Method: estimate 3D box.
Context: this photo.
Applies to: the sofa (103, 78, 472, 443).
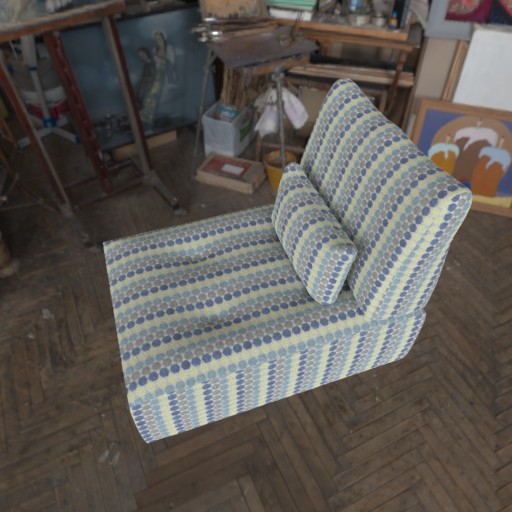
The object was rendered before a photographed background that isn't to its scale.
[{"bbox_3d":[0.000,0.000,1.501,1.000,0.820,0.700,-14,49,-13],"label":"sofa"}]
